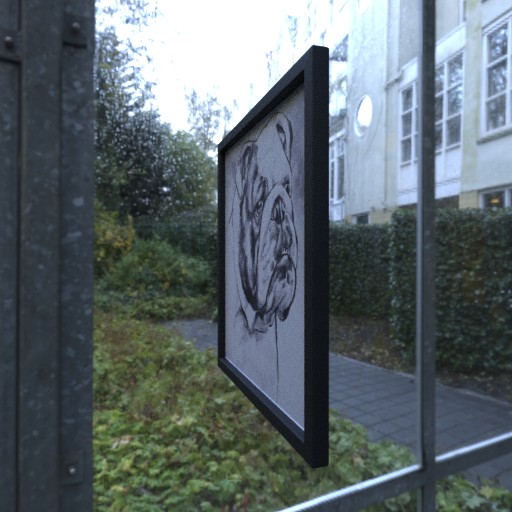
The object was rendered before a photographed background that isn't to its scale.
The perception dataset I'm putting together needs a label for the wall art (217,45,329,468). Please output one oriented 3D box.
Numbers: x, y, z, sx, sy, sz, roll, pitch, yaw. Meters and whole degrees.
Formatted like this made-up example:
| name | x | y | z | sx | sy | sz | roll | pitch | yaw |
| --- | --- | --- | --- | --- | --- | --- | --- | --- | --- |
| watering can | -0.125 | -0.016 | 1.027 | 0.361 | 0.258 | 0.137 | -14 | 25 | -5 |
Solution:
| name | x | y | z | sx | sy | sz | roll | pitch | yaw |
| --- | --- | --- | --- | --- | --- | --- | --- | --- | --- |
| wall art | 0.000 | 0.000 | 0.692 | 0.022 | 0.453 | 0.456 | 0 | 0 | -18 |
